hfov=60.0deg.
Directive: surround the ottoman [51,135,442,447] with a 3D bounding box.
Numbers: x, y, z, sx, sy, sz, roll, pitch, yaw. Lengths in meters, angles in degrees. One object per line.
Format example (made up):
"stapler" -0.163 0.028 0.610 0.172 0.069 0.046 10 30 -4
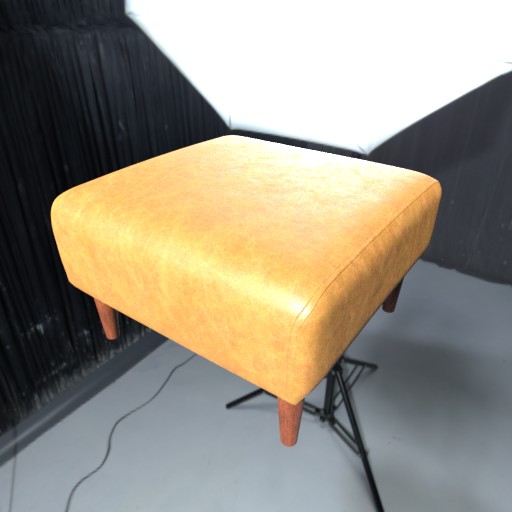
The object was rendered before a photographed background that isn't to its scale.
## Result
"ottoman" 0.000 0.000 1.056 0.650 0.399 0.650 20 36 30
